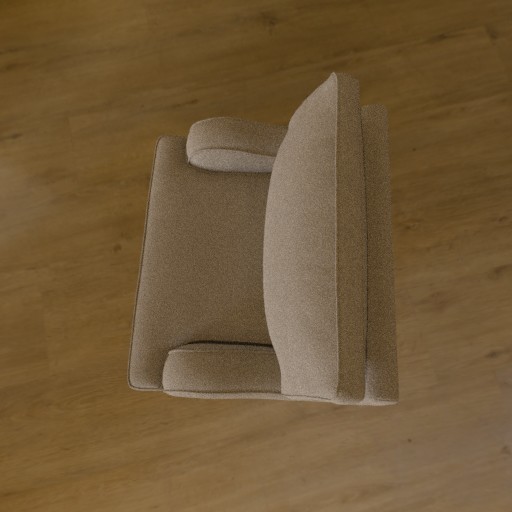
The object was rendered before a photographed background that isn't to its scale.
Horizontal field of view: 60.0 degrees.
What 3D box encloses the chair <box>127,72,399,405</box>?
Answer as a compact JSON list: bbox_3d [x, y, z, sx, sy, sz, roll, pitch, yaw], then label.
[{"bbox_3d":[0.000,0.000,1.972,1.040,1.016,1.220,3,74,1],"label":"chair"}]
